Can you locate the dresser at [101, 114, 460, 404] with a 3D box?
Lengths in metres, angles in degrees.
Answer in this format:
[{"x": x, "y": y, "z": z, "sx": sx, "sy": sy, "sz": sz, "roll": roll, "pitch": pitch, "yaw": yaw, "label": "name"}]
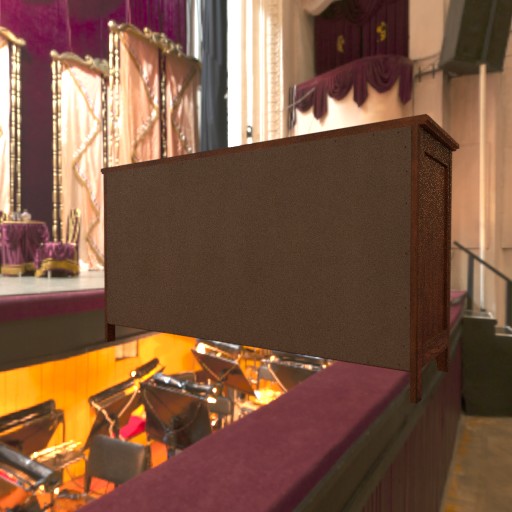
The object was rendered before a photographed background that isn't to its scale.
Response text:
[{"x": 0.000, "y": 0.000, "z": 1.931, "sx": 1.551, "sy": 0.856, "sz": 0.463, "roll": 1, "pitch": 1, "yaw": 35, "label": "dresser"}]
